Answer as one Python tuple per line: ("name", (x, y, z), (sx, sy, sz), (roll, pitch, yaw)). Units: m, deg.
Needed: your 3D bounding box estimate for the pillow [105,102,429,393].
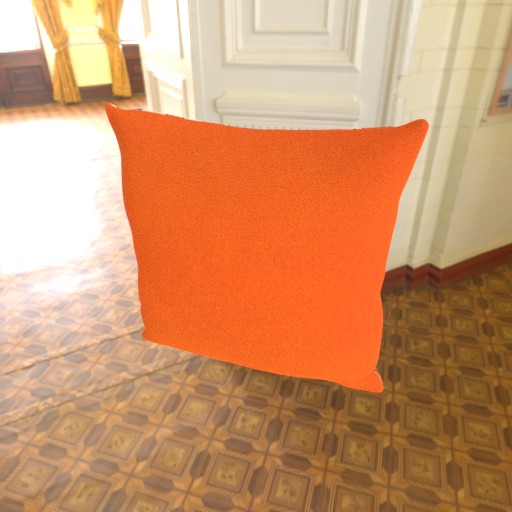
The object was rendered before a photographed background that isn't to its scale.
("pillow", (0.000, 0.000, 0.676), (0.440, 0.441, 0.182), (9, 32, 14))
